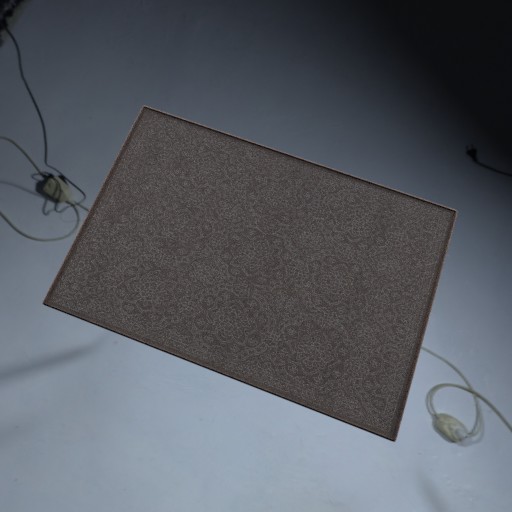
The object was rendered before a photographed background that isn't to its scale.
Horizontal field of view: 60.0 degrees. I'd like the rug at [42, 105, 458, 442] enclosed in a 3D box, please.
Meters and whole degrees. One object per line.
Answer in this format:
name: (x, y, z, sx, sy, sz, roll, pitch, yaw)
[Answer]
rug: (0.000, 0.000, 2.850, 2.286, 0.011, 1.524, 20, 75, 5)
